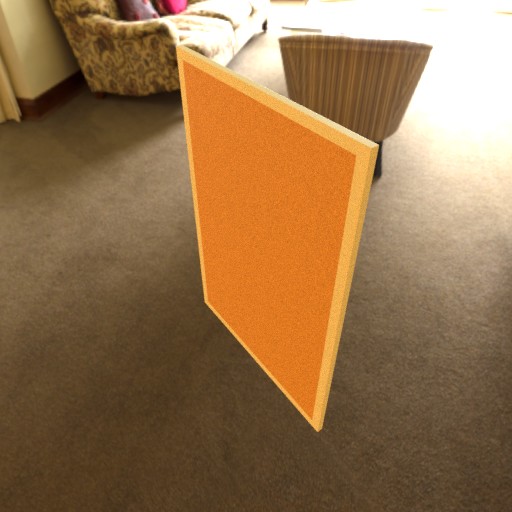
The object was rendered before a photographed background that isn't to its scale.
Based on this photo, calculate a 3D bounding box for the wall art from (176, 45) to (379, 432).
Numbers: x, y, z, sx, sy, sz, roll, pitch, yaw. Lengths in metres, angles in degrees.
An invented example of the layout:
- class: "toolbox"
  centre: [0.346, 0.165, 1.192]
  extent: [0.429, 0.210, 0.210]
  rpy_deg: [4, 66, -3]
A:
- class: "wall art"
  centre: [0.000, 0.000, 0.854]
  extent: [0.013, 0.656, 0.456]
  rpy_deg: [-26, 48, -26]
